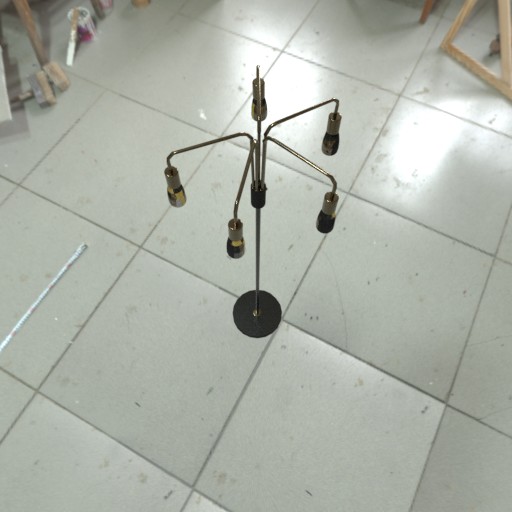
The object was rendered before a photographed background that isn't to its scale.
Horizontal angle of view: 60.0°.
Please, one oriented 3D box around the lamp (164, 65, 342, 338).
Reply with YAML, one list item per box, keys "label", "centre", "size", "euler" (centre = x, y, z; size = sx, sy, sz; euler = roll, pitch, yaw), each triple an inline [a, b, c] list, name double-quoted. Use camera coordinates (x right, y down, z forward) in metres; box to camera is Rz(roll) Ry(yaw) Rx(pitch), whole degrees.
- label: "lamp"
  centre: [0.000, 0.000, 2.041]
  size: [0.572, 1.721, 0.599]
  euler: [-1, 65, -1]
